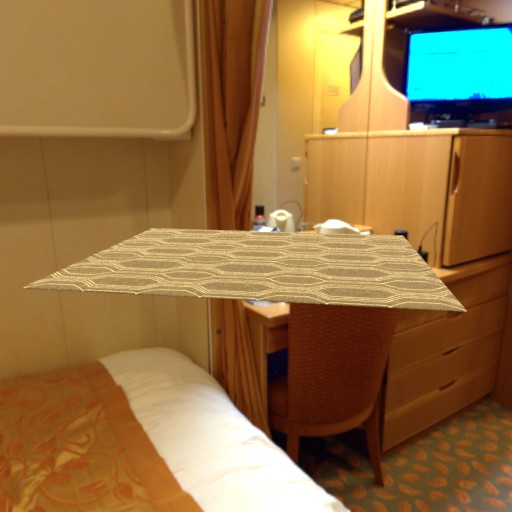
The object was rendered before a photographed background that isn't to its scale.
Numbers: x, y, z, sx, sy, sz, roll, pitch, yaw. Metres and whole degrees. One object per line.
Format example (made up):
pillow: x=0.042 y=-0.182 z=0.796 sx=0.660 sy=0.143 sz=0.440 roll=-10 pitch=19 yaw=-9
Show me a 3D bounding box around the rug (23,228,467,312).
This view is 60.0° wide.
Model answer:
rug: x=0.000 y=0.000 z=4.181 sx=3.062 sy=0.012 sz=2.457 roll=2 pitch=14 yaw=9
